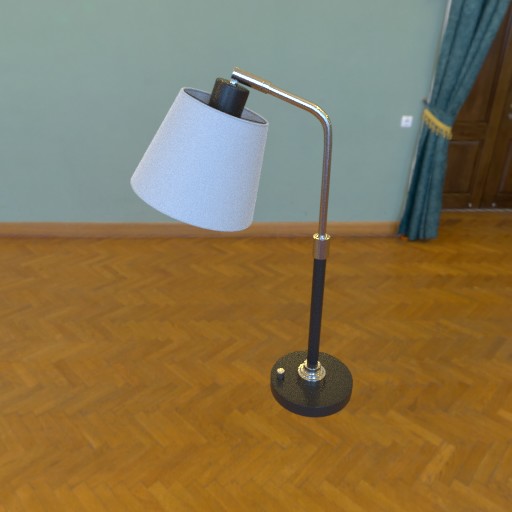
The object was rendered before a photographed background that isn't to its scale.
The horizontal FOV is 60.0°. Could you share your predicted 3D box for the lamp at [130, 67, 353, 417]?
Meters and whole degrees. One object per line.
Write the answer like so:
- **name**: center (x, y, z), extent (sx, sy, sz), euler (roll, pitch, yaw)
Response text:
- **lamp**: center (0.000, 0.000, 0.685), extent (0.348, 0.539, 0.181), euler (-1, 27, -2)
